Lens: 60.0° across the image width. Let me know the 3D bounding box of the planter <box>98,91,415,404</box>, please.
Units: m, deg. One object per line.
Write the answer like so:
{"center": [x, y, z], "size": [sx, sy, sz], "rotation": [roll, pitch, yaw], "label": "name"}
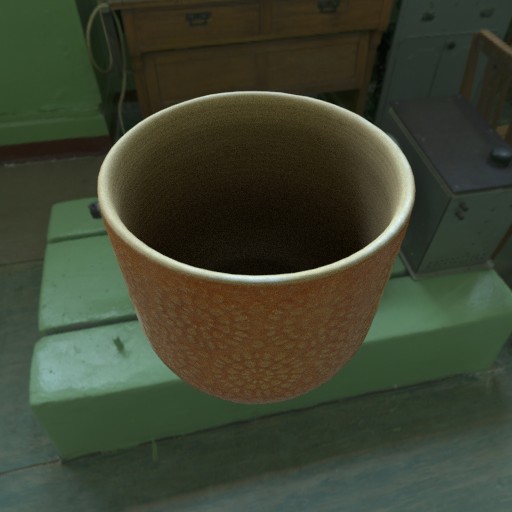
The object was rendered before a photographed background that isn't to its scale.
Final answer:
{"center": [0.000, 0.000, 0.289], "size": [0.170, 0.152, 0.170], "rotation": [0, 48, 0], "label": "planter"}
